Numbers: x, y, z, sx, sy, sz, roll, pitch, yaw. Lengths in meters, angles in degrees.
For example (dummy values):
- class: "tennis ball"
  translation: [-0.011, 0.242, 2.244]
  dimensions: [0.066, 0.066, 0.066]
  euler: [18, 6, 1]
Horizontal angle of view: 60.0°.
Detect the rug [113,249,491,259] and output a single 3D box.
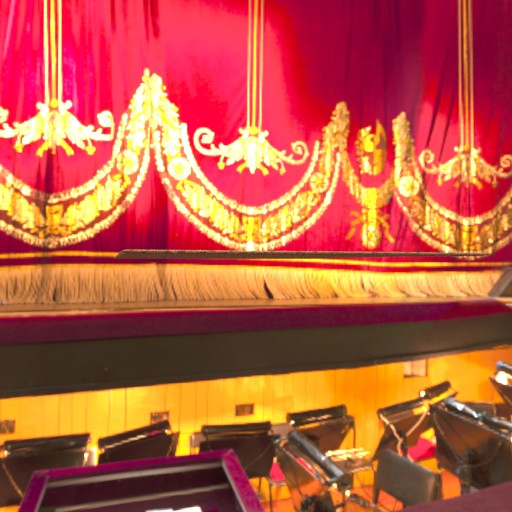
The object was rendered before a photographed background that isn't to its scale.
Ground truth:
- class: "rug"
  translation: [0.000, 0.000, 4.795]
  dimensions: [2.892, 0.036, 3.585]
  euler: [0, -1, -19]
